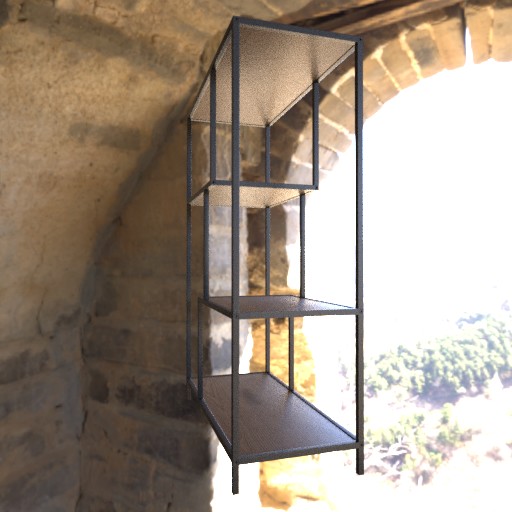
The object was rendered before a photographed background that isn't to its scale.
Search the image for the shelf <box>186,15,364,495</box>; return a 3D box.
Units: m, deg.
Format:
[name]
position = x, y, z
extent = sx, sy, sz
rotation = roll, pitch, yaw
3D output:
[shelf]
position = 0.000, 0.000, 1.469
extent = 0.350, 1.138, 0.770
rotation = 0, -1, -17
